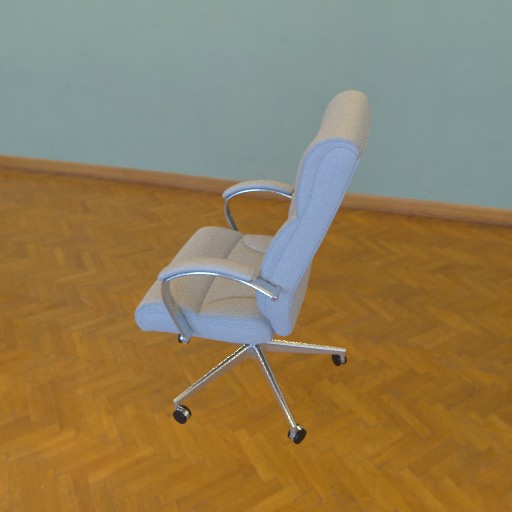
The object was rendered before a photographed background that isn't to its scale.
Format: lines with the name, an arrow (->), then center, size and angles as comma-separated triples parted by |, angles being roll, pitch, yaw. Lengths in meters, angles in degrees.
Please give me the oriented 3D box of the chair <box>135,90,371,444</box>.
chair -> 0.000, 0.000, 1.604 | 0.745, 1.099, 0.727 | 8, 32, 12
